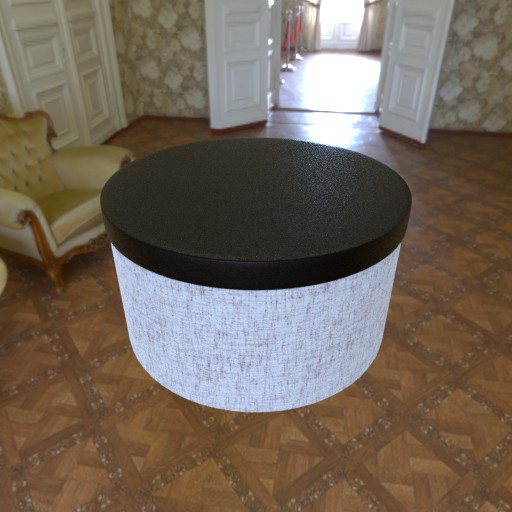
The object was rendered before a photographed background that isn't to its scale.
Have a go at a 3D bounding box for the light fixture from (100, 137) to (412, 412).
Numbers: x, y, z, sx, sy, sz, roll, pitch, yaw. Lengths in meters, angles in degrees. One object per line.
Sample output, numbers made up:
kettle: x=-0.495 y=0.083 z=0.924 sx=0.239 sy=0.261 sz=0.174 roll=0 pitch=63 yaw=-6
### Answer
light fixture: x=0.000 y=0.000 z=0.636 sx=0.389 sy=0.229 sz=0.389 roll=0 pitch=32 yaw=0
